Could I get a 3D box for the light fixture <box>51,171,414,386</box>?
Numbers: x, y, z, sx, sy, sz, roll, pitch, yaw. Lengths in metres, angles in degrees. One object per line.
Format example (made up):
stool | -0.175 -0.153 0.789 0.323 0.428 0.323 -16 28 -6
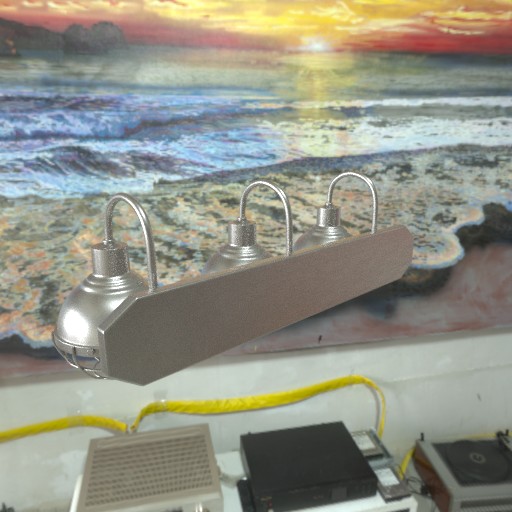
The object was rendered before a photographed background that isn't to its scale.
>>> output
light fixture | 0.000 0.000 0.734 0.634 0.254 0.229 -14 21 -41
